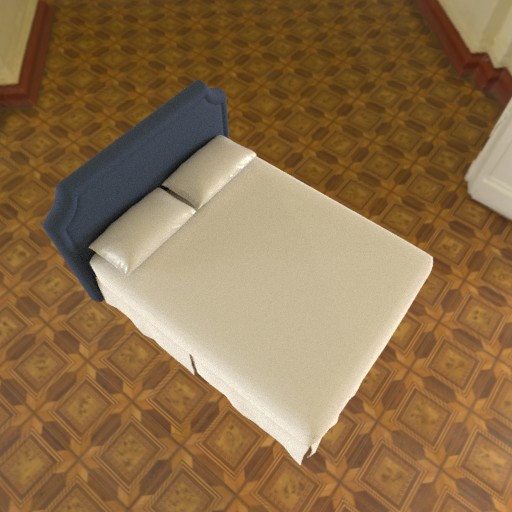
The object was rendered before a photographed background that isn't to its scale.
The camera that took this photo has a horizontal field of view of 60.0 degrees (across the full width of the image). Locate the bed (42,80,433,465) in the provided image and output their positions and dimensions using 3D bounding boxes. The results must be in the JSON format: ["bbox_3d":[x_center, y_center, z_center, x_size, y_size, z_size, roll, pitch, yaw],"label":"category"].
[{"bbox_3d":[0.000,0.000,3.336,2.260,1.297,1.831,33,64,19],"label":"bed"}]
